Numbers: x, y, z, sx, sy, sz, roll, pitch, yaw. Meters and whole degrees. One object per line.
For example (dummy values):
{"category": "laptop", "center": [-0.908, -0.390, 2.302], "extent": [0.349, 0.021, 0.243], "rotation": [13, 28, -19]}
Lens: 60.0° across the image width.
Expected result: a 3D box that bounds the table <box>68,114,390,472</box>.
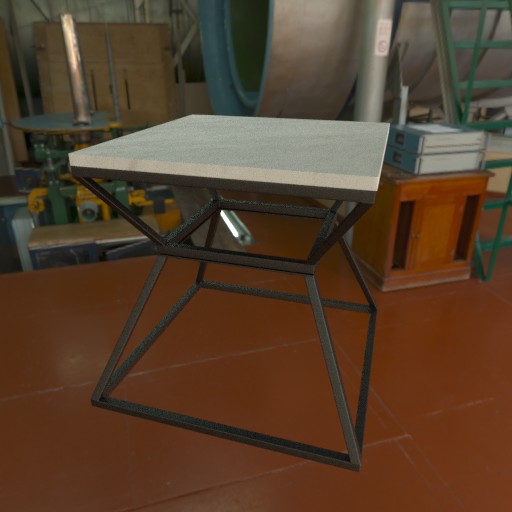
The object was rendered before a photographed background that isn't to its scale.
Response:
{"category": "table", "center": [0.000, 0.000, 0.810], "extent": [0.455, 0.431, 0.455], "rotation": [7, 26, 15]}
